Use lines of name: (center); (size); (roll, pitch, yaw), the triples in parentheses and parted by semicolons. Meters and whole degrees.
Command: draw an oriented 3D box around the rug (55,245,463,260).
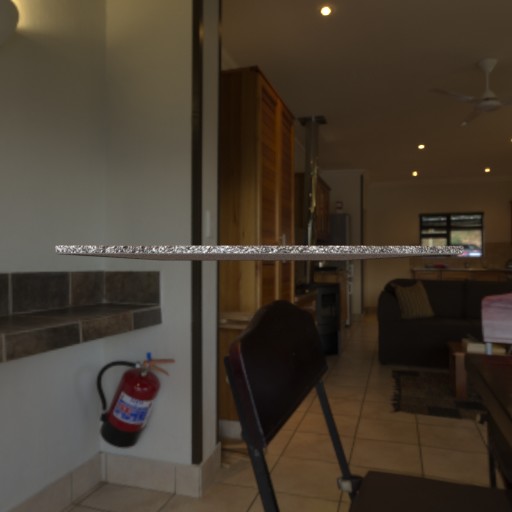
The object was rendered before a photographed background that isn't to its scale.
rug: (0.000, 0.000, 2.093); (1.198, 0.025, 1.601); (0, -1, -1)
